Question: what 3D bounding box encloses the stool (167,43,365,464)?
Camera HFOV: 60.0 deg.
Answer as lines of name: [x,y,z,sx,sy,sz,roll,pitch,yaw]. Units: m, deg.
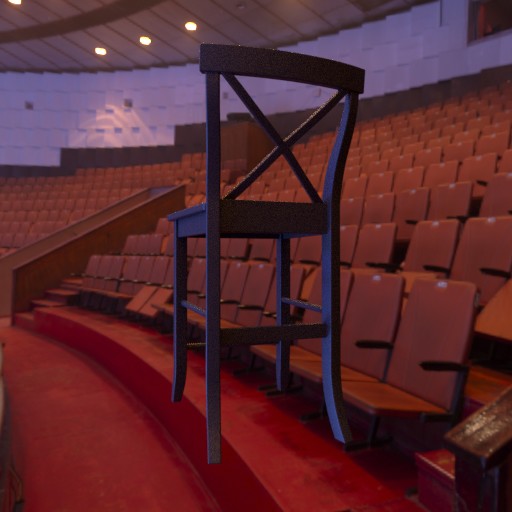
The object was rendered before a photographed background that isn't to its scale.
stool: [0.000,0.000,1.325,0.452,0.989,0.559,0,0,-19]
